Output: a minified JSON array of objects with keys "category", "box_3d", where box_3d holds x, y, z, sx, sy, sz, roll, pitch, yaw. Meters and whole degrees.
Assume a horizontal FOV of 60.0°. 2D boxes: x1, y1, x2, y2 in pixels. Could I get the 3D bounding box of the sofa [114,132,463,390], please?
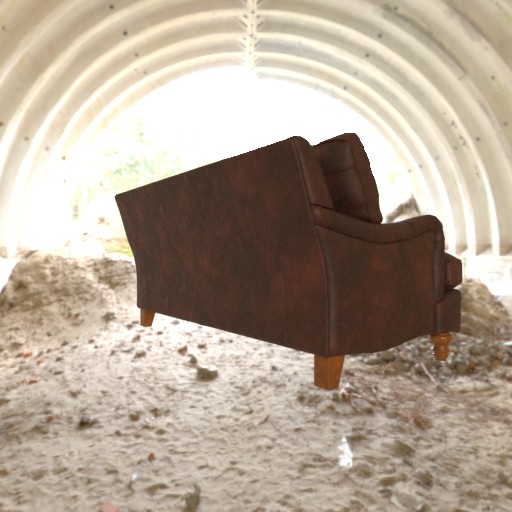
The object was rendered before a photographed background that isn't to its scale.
[{"category":"sofa","box_3d":[0.000,0.000,2.795,1.147,1.071,2.144,0,0,-36]}]
